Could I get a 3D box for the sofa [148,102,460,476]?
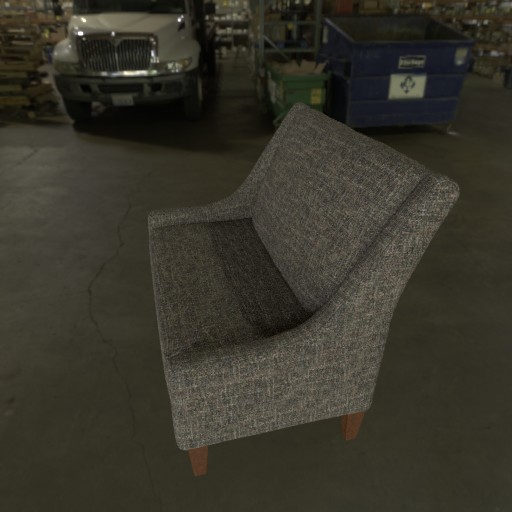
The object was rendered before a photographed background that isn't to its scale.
[{"bbox_3d":[0.000,0.000,1.872,0.870,1.021,1.242,-7,30,-13],"label":"sofa"}]
